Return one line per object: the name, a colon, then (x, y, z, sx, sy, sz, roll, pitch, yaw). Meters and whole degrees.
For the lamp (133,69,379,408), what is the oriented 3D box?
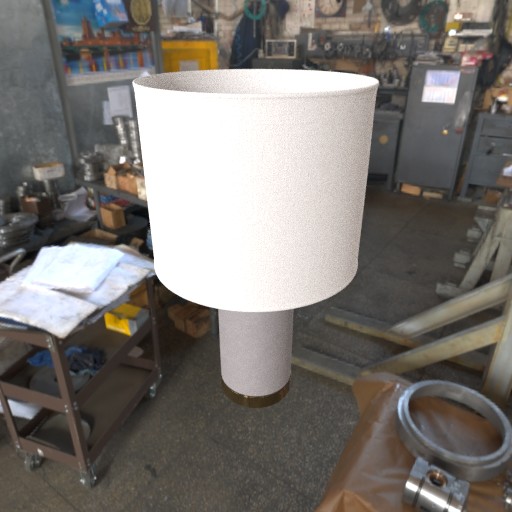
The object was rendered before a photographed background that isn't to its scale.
lamp: (0.000, 0.000, 0.509, 0.229, 0.380, 0.229, 0, 27, 0)
